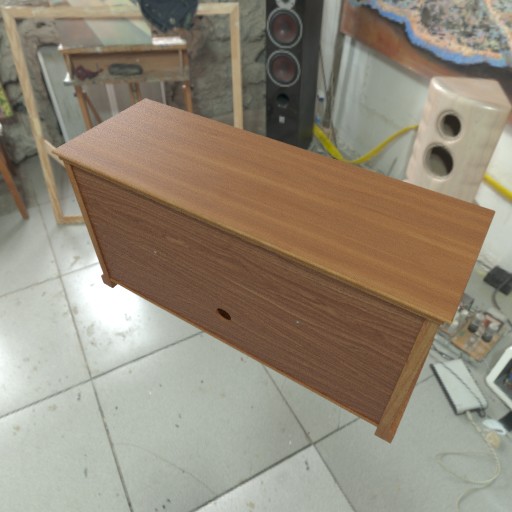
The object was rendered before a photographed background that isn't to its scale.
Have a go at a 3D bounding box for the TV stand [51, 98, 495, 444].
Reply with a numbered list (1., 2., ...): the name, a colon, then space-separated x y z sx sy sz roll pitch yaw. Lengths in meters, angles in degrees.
1. TV stand: 0.000 0.000 1.431 1.181 0.607 0.417 24 50 22
